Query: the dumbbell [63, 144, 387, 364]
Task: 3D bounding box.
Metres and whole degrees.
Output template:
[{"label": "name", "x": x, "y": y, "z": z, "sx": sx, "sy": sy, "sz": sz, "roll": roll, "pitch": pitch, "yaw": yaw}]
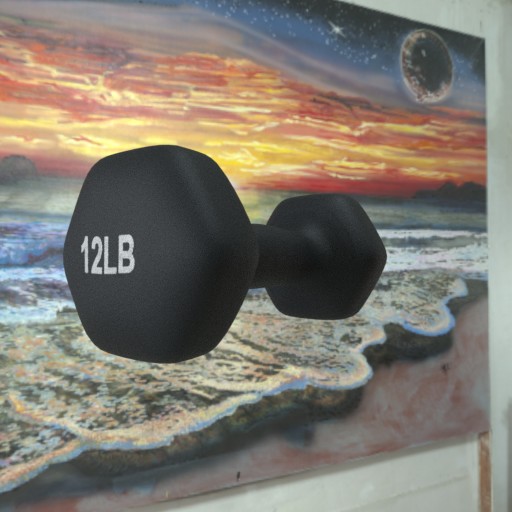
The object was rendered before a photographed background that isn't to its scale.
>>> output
[{"label": "dumbbell", "x": 0.000, "y": 0.000, "z": 0.292, "sx": 0.112, "sy": 0.101, "sz": 0.231, "roll": 0, "pitch": -1, "yaw": 36}]
